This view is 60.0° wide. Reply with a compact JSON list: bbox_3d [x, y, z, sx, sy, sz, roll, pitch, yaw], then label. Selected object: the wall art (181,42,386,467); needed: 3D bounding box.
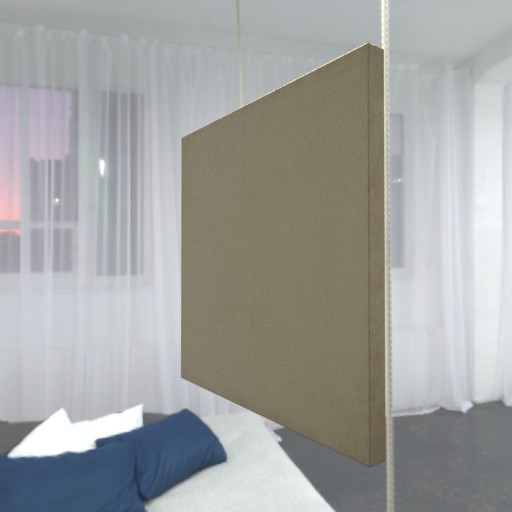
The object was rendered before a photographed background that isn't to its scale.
[{"bbox_3d":[0.000,0.000,0.739,0.030,0.506,0.503,1,-1,-36],"label":"wall art"}]
